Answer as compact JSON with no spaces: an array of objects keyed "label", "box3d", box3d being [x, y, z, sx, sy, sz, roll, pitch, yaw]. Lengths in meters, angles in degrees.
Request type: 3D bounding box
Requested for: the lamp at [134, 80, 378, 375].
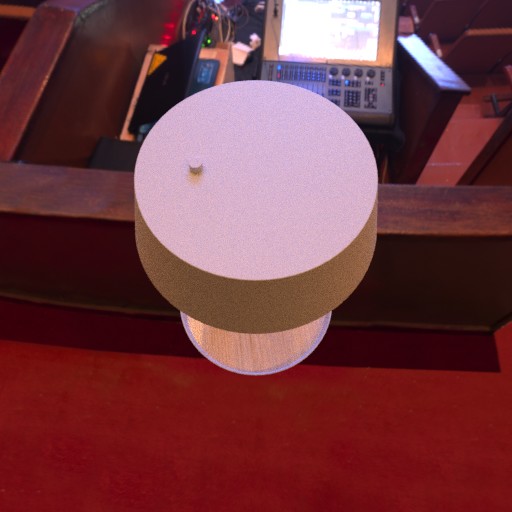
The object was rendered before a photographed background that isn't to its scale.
[{"label":"lamp","box3d":[0.000,0.000,0.636,0.291,0.429,0.291,0,64,0]}]
